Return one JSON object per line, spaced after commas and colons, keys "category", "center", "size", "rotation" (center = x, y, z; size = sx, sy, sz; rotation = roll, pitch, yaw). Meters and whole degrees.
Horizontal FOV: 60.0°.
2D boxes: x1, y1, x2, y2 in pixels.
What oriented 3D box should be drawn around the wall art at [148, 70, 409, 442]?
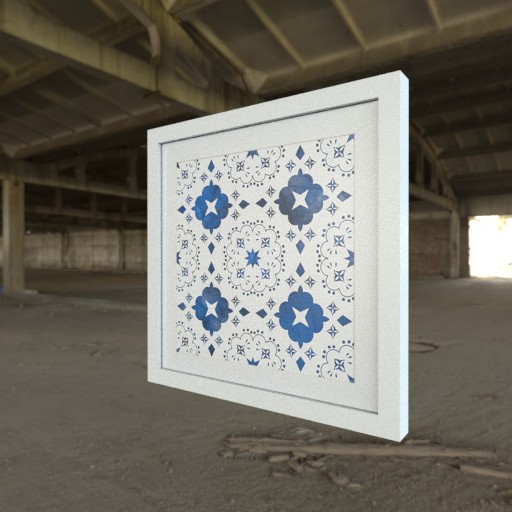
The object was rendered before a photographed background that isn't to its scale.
{"category": "wall art", "center": [0.000, 0.000, 0.536], "size": [0.355, 0.355, 0.027], "rotation": [0, 0, 35]}
